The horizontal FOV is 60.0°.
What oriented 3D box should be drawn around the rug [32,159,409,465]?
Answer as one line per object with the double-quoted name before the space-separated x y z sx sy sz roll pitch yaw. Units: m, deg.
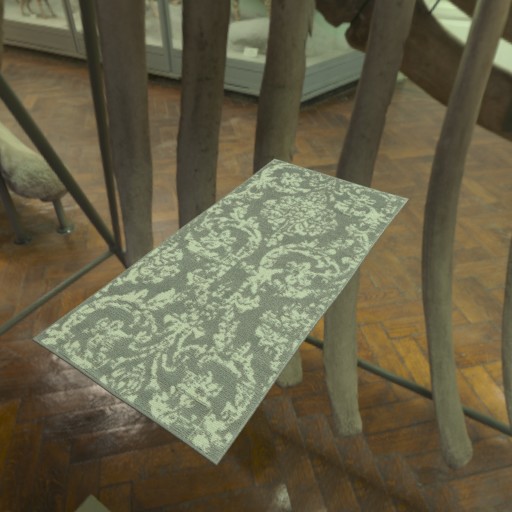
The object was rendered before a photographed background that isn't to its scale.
"rug" 0.000 0.000 1.424 0.604 0.007 1.219 22 44 25
